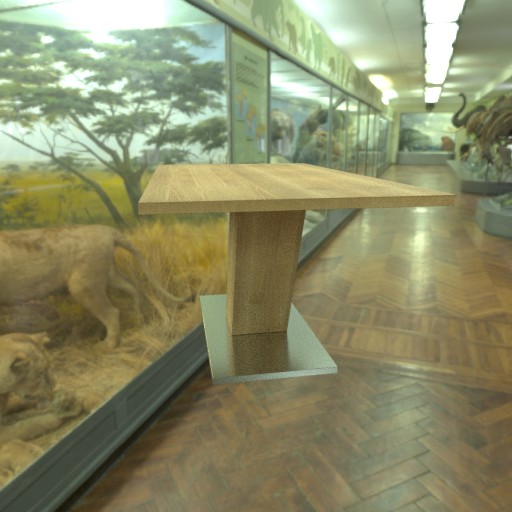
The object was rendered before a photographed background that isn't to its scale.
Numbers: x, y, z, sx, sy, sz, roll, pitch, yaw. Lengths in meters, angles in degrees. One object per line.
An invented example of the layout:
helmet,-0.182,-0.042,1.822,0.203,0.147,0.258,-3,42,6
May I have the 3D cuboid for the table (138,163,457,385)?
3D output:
table,0.000,0.000,2.068,0.900,0.750,1.600,-3,15,-10
